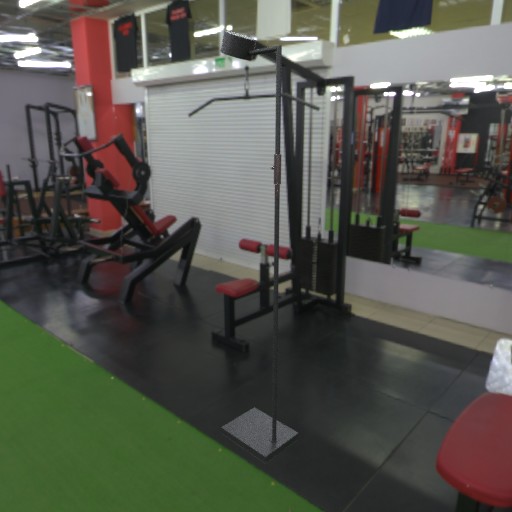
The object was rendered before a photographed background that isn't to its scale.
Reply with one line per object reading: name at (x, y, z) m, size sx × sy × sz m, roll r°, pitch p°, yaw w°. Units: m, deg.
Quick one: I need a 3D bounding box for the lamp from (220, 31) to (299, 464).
lamp at (0.000, 0.000, 1.696) m, size 0.304 × 1.600 × 0.203 m, roll 14°, pitch 21°, yaw 42°
